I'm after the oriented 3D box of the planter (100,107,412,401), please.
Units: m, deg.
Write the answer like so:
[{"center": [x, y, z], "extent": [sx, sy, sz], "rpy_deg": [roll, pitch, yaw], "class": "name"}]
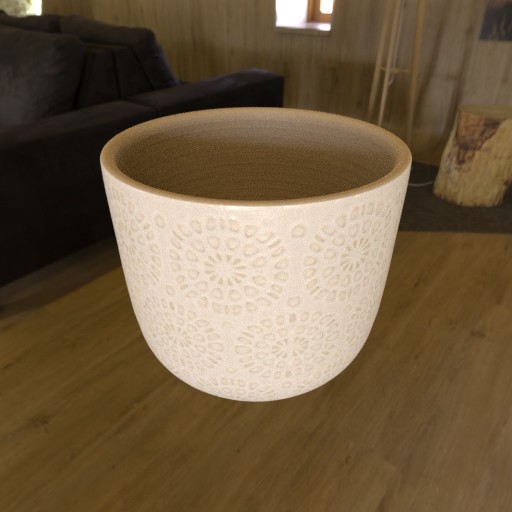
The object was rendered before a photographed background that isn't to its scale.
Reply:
[{"center": [0.000, 0.000, 0.291], "extent": [0.170, 0.152, 0.170], "rpy_deg": [0, 31, 0], "class": "planter"}]
